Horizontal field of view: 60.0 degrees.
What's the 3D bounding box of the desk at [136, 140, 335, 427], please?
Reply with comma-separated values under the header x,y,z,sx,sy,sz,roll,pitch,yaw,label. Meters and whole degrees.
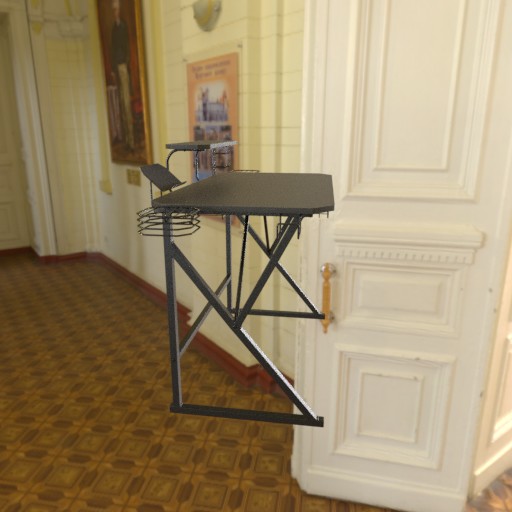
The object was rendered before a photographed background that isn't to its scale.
x,y,z,sx,sy,sz,roll,pitch,yaw,label
0.000,0.000,1.773,0.580,0.880,1.290,2,16,8,desk
